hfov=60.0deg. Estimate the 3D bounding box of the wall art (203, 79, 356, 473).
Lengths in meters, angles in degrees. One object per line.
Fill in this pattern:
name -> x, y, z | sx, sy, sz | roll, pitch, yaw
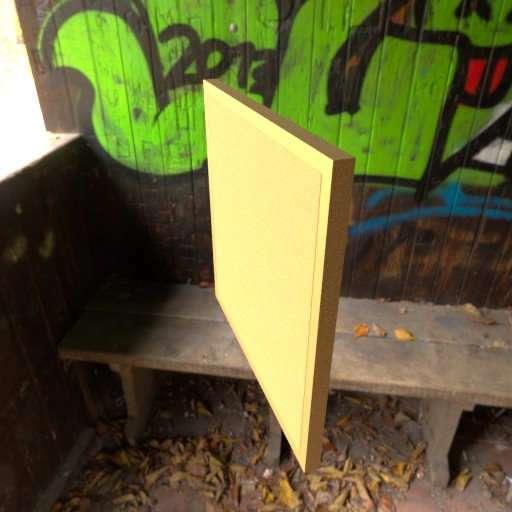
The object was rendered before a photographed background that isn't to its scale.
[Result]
wall art -> 0.000, 0.000, 2.946 | 0.099, 1.926, 1.926 | -11, 32, -17
